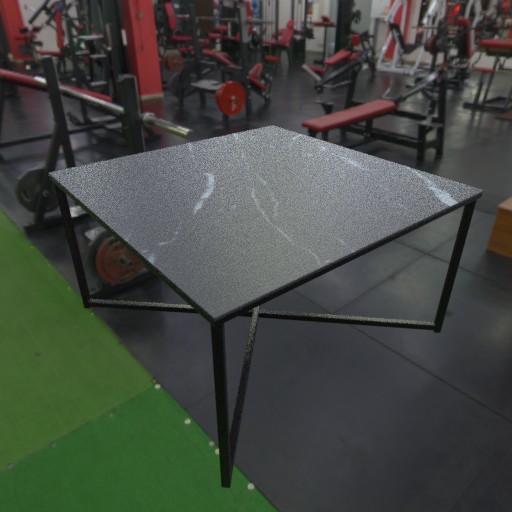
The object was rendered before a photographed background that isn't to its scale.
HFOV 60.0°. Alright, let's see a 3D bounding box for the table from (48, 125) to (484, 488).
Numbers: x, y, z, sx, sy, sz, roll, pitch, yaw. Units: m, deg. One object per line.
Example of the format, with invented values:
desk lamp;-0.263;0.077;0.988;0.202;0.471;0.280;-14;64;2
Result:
table;0.000;0.000;1.259;0.800;0.450;0.800;-22;37;-33
